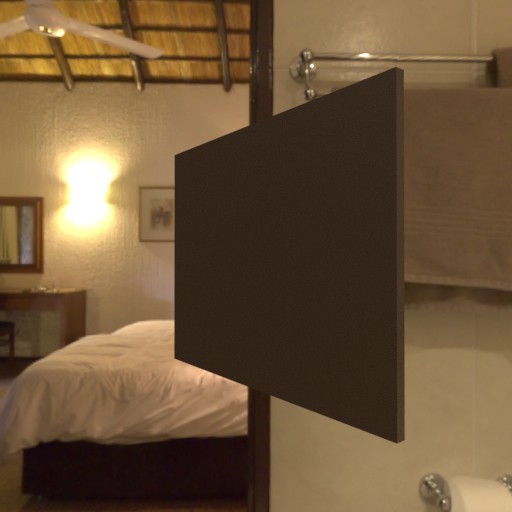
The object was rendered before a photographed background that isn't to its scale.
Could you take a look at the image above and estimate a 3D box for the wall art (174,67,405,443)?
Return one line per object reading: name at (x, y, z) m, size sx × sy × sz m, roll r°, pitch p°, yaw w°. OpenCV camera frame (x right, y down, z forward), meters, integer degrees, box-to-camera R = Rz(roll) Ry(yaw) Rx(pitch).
wall art at (0.000, 0.000, 1.607) m, size 0.034 × 0.952 × 1.207 m, roll 0°, pitch -1°, yaw -38°
